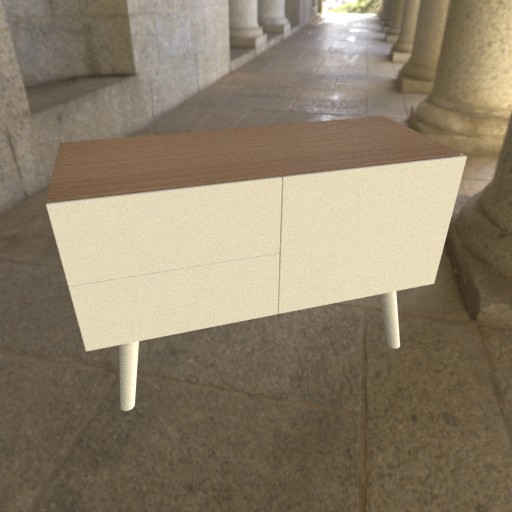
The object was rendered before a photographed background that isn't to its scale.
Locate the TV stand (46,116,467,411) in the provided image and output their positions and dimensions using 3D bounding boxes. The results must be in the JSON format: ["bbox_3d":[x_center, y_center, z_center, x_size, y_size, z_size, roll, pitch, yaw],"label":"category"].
[{"bbox_3d":[0.000,0.000,1.334,0.991,0.660,0.407,-9,33,-14],"label":"TV stand"}]
